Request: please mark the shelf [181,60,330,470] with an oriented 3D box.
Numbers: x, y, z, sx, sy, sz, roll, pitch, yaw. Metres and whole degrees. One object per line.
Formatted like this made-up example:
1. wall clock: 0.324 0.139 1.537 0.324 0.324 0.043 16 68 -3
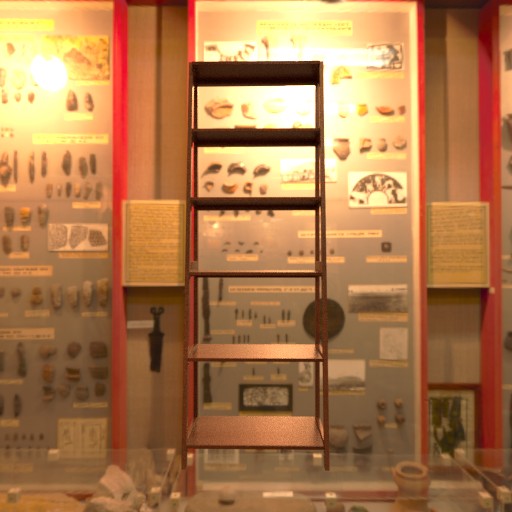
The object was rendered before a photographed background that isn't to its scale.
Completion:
1. shelf: 0.000 0.000 2.152 0.660 1.892 0.382 0 0 1
